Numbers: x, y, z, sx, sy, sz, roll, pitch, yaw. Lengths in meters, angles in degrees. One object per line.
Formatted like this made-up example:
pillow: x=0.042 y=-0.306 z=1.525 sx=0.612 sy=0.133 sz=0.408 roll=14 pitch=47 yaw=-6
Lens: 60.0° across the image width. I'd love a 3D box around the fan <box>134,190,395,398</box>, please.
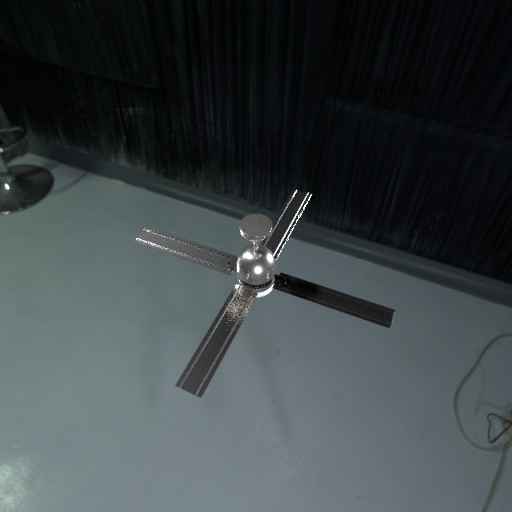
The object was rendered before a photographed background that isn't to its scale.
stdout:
fan: x=0.000 y=0.000 z=2.082 sx=1.346 sy=0.406 sz=1.346 roll=17 pitch=50 yaw=15
